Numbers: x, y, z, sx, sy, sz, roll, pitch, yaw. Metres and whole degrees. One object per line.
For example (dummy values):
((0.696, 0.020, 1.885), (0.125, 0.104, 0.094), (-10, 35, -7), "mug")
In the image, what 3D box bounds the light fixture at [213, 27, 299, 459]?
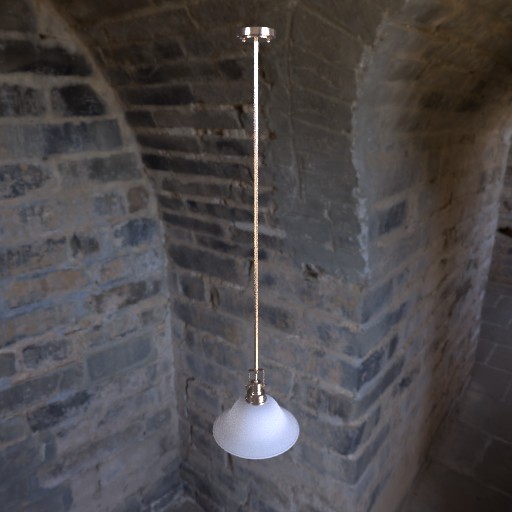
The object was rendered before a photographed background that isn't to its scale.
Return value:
((0.000, 0.000, 1.471), (0.324, 1.354, 0.324), (-2, 17, -7), "light fixture")
